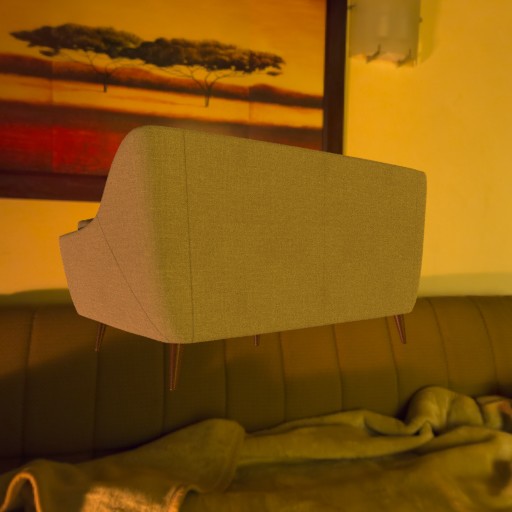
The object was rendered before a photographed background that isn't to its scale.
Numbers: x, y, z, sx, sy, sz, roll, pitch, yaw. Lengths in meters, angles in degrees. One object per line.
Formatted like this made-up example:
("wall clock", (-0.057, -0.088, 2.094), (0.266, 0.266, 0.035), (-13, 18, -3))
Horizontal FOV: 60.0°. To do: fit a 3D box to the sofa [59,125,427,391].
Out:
("sofa", (0.000, 0.000, 2.197), (1.652, 0.888, 0.965), (-1, 1, -36))
